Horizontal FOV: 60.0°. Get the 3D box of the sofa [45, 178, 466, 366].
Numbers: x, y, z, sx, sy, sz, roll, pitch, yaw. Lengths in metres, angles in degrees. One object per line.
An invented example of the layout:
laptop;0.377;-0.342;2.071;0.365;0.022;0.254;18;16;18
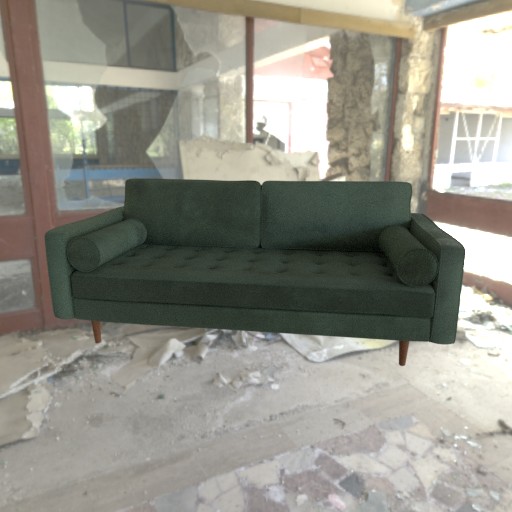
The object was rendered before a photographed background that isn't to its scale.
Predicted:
sofa;0.000;0.000;2.377;1.880;0.772;0.916;2;14;9
